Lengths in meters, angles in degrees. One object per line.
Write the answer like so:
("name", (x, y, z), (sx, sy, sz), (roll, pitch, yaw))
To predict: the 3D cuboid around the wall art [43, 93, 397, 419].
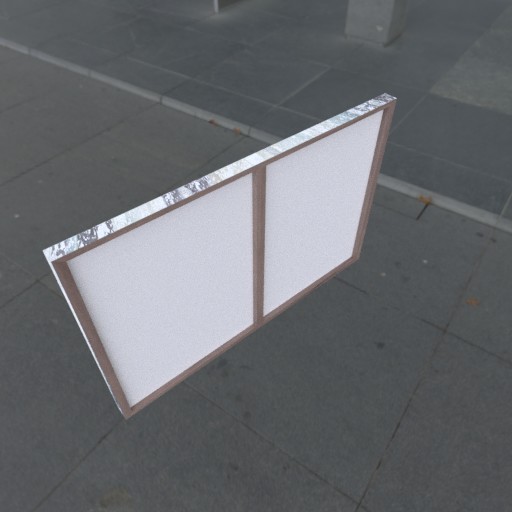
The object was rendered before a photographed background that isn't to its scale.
("wall art", (0.000, 0.000, 1.166), (0.919, 0.598, 0.038), (-31, 53, -27))
